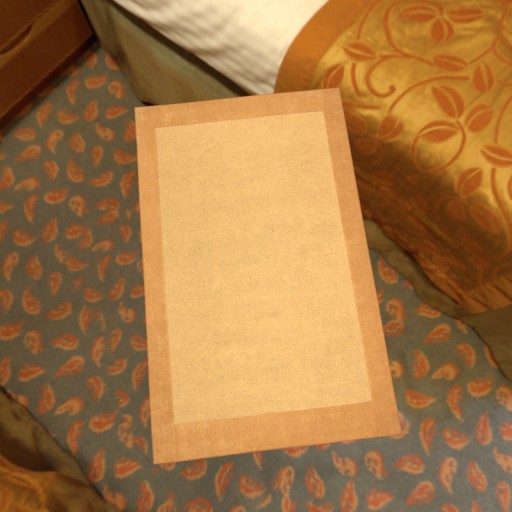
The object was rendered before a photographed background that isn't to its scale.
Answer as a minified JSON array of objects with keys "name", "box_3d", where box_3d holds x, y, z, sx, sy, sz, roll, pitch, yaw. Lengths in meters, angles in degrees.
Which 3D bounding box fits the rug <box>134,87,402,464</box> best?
[{"name":"rug","box_3d":[0.000,0.000,2.986,1.524,0.014,2.438,-6,76,-2]}]
